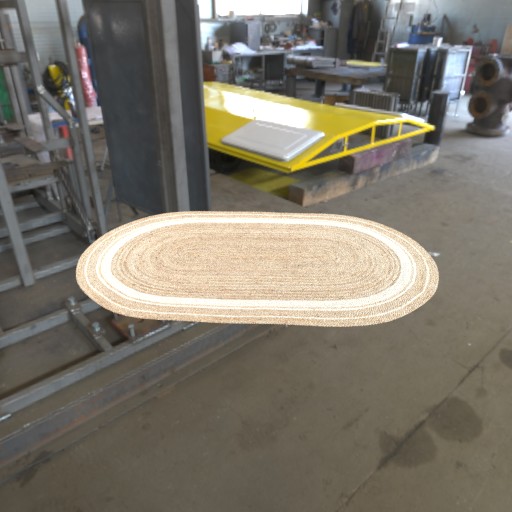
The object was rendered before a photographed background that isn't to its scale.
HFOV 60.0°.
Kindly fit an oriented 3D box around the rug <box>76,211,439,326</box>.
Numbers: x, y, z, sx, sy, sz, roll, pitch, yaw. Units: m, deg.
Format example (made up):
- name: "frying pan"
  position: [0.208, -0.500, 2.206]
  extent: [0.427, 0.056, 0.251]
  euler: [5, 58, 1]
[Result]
- name: "rug"
  position: [0.000, 0.000, 3.084]
  extent: [2.432, 0.006, 1.520]
  euler: [2, 29, 3]
